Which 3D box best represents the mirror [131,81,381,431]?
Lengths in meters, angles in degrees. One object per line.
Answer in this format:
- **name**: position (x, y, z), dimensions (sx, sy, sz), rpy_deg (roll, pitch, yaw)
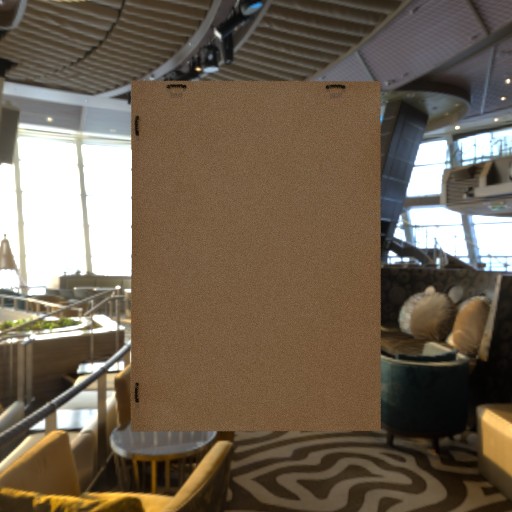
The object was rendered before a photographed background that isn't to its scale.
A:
- **mirror**: position (0.000, 0.000, 0.914), dimensions (0.508, 0.711, 0.039), rpy_deg (0, 0, 0)
